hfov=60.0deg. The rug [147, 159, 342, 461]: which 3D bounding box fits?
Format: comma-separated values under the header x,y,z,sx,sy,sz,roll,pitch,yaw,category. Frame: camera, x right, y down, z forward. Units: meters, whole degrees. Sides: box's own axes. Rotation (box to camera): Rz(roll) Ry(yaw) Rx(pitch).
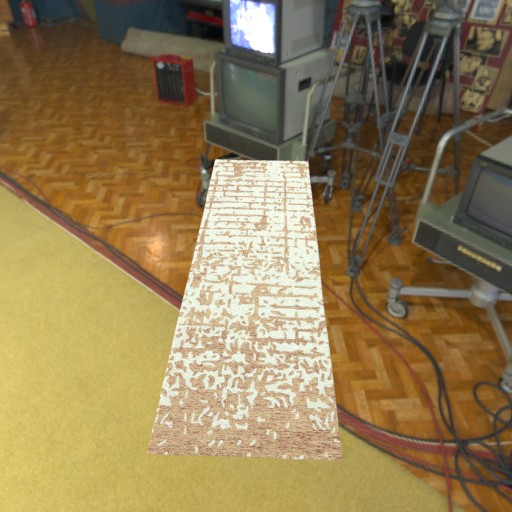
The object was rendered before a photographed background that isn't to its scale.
x,y,z,sx,sy,sz,roll,pitch,yaw,category
0.000,0.000,2.636,0.750,0.011,2.435,1,39,2,rug
